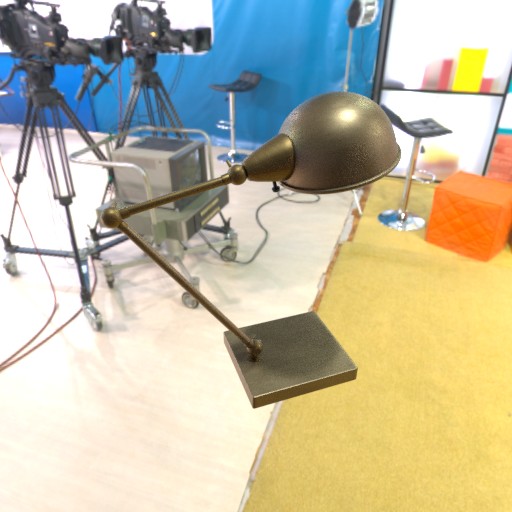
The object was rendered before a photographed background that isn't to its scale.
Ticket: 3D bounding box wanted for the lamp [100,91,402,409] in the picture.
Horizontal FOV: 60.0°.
[{"bbox_3d":[0.000,0.000,0.544,0.339,0.371,0.149,-10,32,-17],"label":"lamp"}]
